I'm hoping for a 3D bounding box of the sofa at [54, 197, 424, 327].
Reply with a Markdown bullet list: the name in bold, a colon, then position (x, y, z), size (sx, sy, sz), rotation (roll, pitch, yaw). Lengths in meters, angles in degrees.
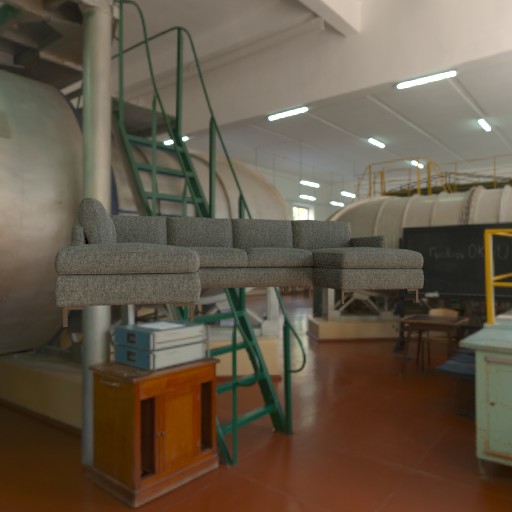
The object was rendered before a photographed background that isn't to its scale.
- **sofa**: position (0.000, 0.000, 3.568), size (2.737, 0.756, 1.879), rotation (0, 0, -16)
